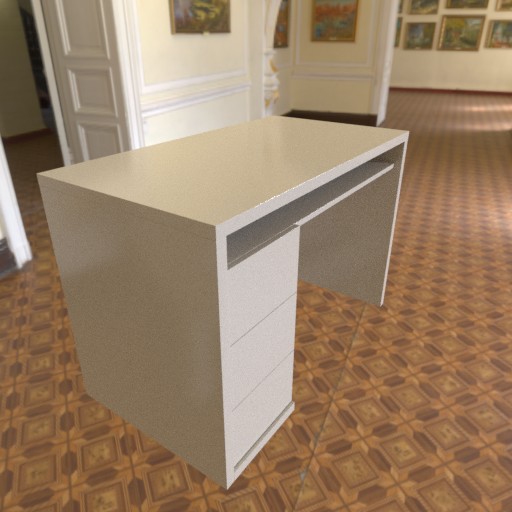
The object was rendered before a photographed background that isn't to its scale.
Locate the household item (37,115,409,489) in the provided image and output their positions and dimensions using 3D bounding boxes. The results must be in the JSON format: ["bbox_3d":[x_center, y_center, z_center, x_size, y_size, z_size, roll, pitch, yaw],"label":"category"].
[{"bbox_3d":[0.000,0.000,1.547,0.597,0.749,1.100,18,32,31],"label":"household item"}]
